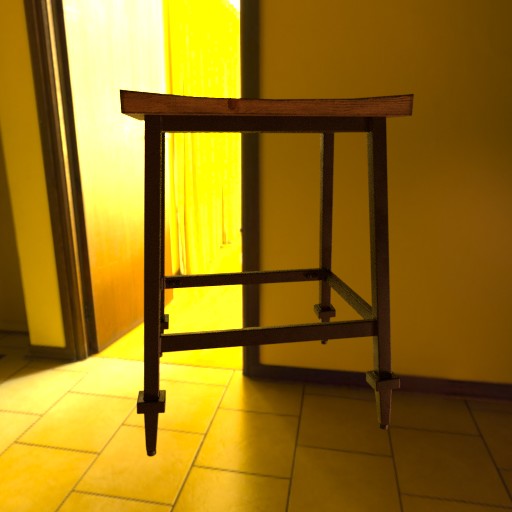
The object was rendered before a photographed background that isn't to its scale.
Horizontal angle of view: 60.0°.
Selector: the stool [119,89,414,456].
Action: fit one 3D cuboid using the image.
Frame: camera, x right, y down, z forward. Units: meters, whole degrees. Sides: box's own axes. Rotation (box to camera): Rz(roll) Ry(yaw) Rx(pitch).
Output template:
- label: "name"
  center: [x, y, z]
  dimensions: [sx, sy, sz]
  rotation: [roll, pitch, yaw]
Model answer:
- label: "stool"
  center: [0.000, 0.000, 0.938]
  dimensions: [0.486, 0.625, 0.405]
  rotation: [-3, 15, -9]
